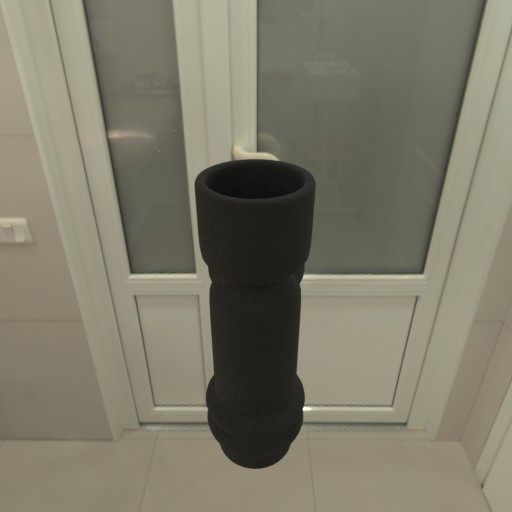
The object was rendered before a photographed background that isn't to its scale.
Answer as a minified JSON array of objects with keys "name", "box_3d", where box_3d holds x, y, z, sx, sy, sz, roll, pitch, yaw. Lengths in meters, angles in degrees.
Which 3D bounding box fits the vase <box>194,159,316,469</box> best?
[{"name":"vase","box_3d":[0.000,0.000,0.434,0.120,0.249,0.307,0,31,0]}]
